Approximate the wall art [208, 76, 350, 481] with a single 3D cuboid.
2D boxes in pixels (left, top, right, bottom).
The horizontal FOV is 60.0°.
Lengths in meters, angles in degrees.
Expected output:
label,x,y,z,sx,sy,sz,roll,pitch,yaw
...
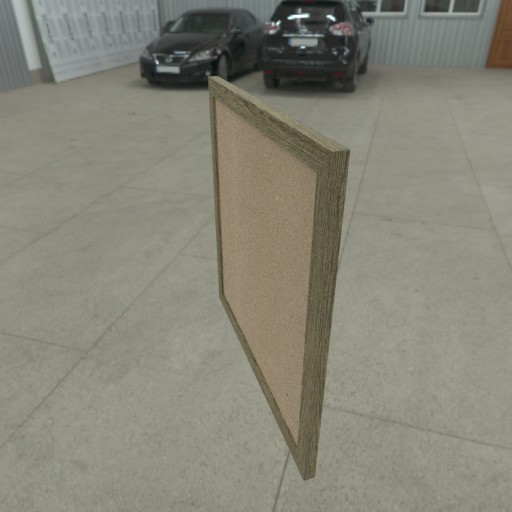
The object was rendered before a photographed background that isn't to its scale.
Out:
label,x,y,z,sx,sy,sz,roll,pitch,yaw
wall art,0.000,0.000,0.757,0.019,0.508,0.508,-10,31,-16
